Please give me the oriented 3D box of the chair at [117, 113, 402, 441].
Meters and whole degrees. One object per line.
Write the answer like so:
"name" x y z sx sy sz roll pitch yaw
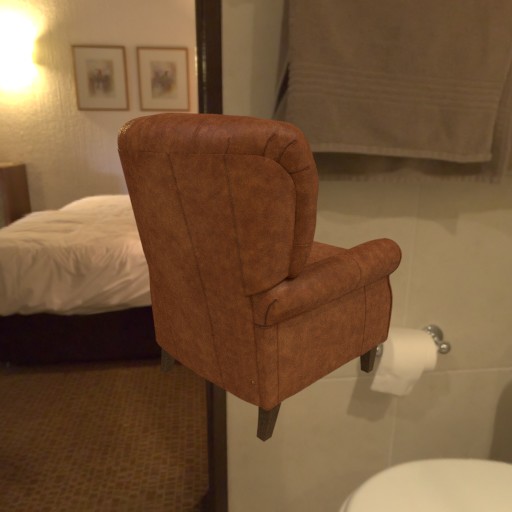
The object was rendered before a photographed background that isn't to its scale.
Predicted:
"chair" 0.000 0.000 1.922 1.059 1.164 0.951 -15 21 -42
